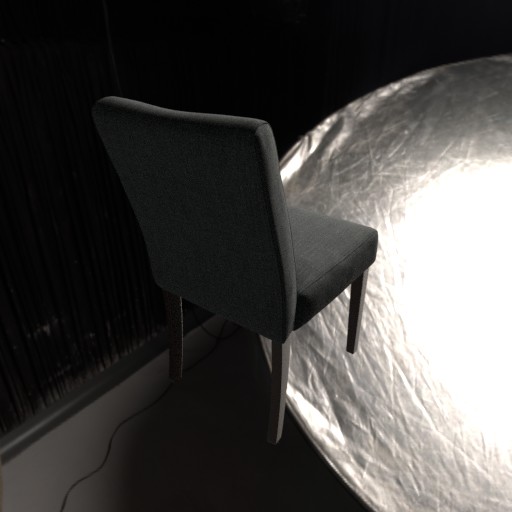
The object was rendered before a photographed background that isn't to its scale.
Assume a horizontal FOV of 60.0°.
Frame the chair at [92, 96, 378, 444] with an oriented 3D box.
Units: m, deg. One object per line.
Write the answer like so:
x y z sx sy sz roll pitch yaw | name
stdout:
0.000 0.000 1.245 0.487 0.884 0.629 20 35 32 | chair
